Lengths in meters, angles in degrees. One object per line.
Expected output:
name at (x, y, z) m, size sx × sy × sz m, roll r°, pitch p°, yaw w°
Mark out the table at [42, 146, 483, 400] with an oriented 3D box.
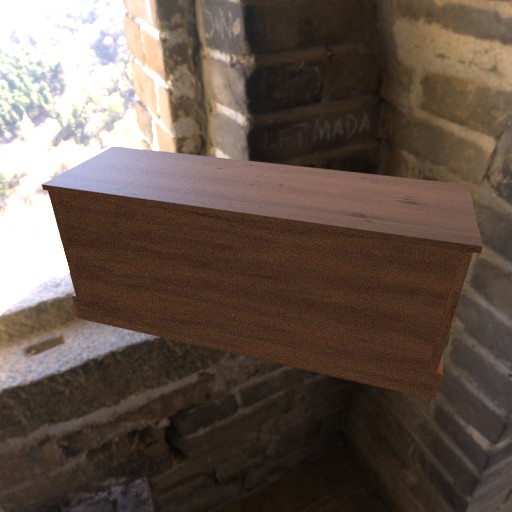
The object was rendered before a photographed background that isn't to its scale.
table at (0.000, 0.000, 1.450) m, size 1.200 × 0.510 × 0.400 m, roll 9°, pitch 33°, yaw 15°
